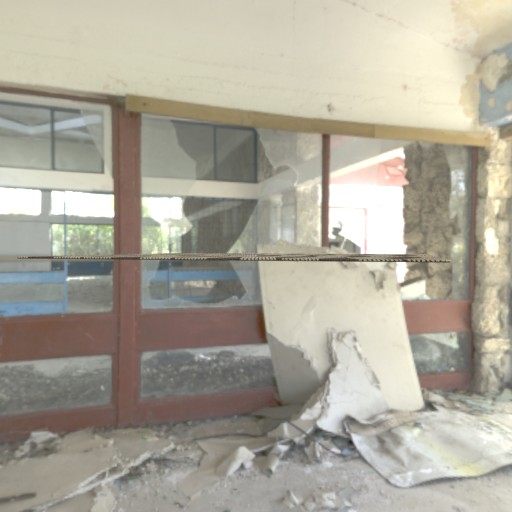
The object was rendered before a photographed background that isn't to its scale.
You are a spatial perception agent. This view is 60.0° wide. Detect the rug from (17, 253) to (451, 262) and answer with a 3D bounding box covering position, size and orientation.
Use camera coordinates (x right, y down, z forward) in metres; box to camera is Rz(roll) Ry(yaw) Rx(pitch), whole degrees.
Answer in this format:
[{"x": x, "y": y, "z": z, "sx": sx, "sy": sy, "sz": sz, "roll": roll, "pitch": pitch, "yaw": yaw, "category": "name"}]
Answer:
[{"x": 0.000, "y": 0.000, "z": 4.037, "sx": 3.048, "sy": 0.016, "sz": 2.438, "roll": 0, "pitch": 1, "yaw": 18, "category": "rug"}]
